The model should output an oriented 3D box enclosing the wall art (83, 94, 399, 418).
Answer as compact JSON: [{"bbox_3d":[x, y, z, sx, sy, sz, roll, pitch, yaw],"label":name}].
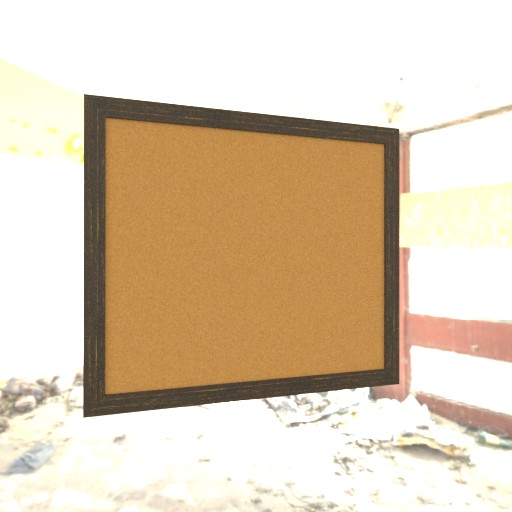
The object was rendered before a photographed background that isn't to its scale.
[{"bbox_3d":[0.000,0.000,0.526,0.381,0.330,0.031,0,0,-19],"label":"wall art"}]
